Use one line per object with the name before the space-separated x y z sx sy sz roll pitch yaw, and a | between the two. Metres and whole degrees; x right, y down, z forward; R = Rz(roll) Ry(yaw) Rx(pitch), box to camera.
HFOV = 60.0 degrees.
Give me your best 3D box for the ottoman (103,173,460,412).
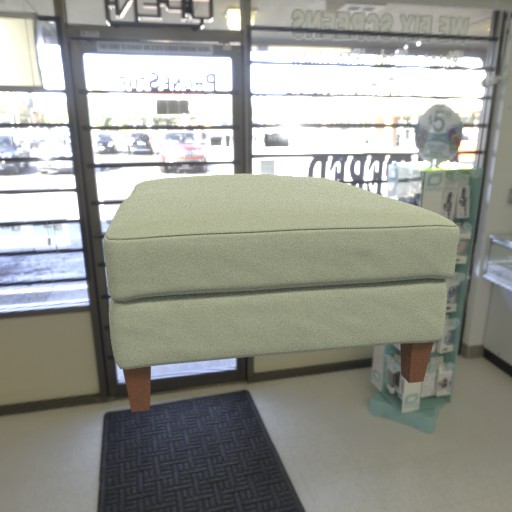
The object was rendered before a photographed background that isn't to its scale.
ottoman | 0.000 0.000 1.489 0.842 0.494 0.991 -3 16 -10
